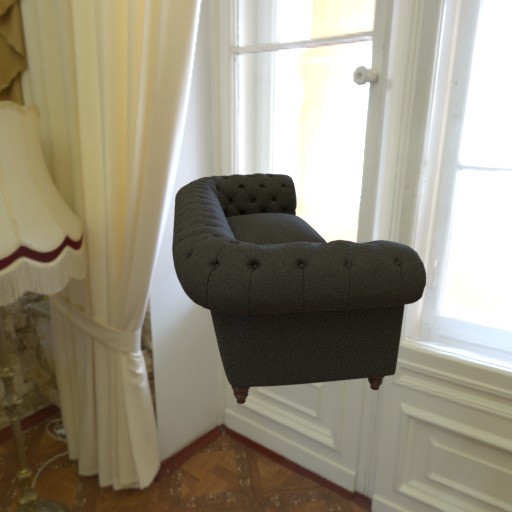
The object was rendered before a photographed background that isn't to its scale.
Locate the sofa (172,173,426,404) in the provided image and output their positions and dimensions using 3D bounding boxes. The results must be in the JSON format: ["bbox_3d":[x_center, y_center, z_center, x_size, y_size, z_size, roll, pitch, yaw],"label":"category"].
[{"bbox_3d":[0.000,0.000,2.791,0.991,0.762,2.362,-3,18,-9],"label":"sofa"}]
